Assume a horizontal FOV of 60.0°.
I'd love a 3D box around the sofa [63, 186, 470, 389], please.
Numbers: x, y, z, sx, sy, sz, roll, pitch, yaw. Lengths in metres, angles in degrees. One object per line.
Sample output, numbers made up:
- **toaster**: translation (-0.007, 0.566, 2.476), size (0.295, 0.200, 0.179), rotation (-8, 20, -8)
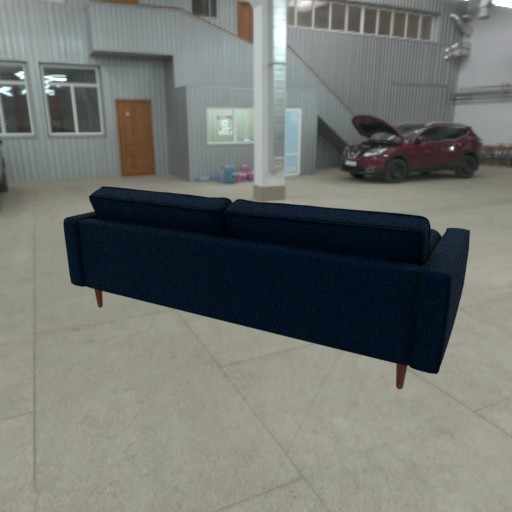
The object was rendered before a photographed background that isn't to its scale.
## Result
- **sofa**: translation (0.000, 0.000, 2.615), size (2.210, 0.762, 0.914), rotation (9, 19, 28)
